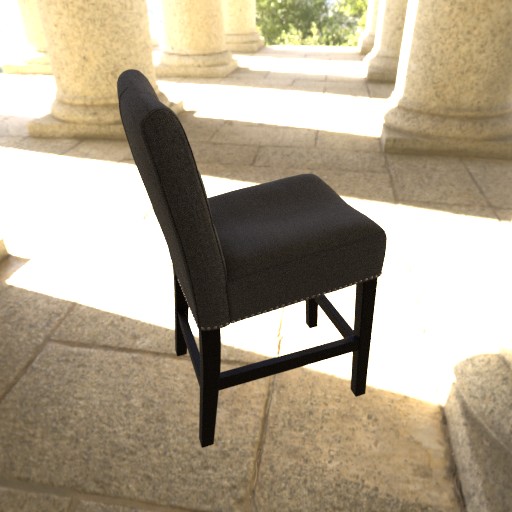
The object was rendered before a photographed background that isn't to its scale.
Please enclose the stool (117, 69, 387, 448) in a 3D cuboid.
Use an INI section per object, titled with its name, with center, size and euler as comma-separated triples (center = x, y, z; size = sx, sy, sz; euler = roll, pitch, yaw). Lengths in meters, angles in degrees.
[stool]
center = 0.000, 0.000, 1.163
size = 0.571, 0.885, 0.427
euler = -11, 33, -17
